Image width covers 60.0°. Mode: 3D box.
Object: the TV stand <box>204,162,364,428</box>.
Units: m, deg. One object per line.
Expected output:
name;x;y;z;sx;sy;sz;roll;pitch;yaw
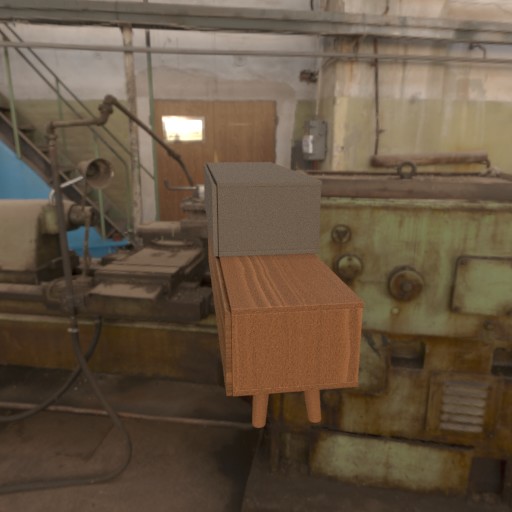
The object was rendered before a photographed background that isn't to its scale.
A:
TV stand;0.000;0.000;1.618;0.329;0.591;1.336;-2;16;-8
